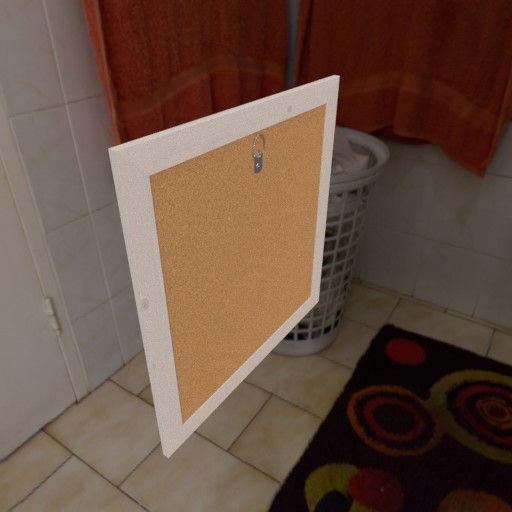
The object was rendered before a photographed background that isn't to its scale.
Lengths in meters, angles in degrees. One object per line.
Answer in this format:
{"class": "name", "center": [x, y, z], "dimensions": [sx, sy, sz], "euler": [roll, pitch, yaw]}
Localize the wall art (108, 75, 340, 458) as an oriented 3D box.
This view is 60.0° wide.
{"class": "wall art", "center": [0.000, 0.000, 0.859], "dimensions": [0.015, 0.577, 0.572], "euler": [21, 37, 29]}
